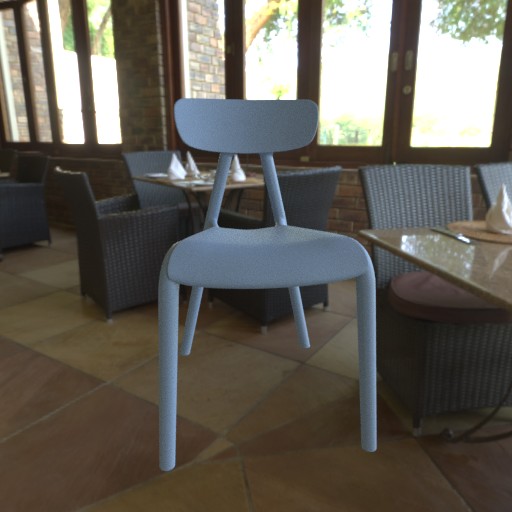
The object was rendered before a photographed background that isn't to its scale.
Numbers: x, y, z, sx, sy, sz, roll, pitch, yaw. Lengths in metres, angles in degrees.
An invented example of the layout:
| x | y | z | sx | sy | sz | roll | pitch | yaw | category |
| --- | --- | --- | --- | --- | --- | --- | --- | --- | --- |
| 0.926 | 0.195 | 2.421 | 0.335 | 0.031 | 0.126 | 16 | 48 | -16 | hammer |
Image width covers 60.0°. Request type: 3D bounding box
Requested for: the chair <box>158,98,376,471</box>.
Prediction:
| x | y | z | sx | sy | sz | roll | pitch | yaw | category |
| --- | --- | --- | --- | --- | --- | --- | --- | --- | --- |
| 0.000 | 0.000 | 0.827 | 0.356 | 0.580 | 0.401 | -2 | 15 | -7 | chair |
